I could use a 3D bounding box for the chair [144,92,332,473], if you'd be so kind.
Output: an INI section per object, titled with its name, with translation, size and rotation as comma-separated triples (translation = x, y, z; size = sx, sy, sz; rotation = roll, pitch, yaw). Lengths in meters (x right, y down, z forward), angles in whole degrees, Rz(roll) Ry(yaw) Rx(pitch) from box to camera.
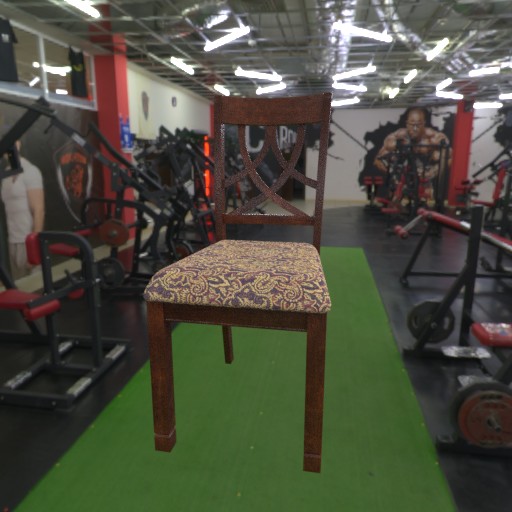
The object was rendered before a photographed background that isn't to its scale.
[chair]
translation = 0.000, 0.000, 1.299
size = 0.457, 0.965, 0.584
rotation = 3, 13, 11
